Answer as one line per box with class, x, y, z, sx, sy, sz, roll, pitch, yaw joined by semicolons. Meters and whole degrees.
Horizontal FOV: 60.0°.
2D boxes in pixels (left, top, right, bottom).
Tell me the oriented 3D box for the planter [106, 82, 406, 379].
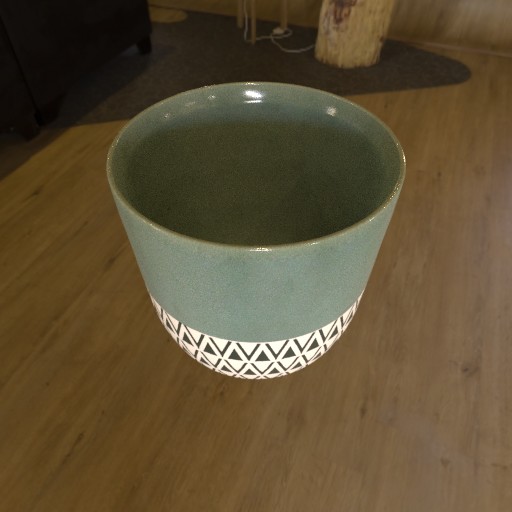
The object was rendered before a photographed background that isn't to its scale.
planter;0.000;0.000;0.377;0.198;0.214;0.198;0;46;0
